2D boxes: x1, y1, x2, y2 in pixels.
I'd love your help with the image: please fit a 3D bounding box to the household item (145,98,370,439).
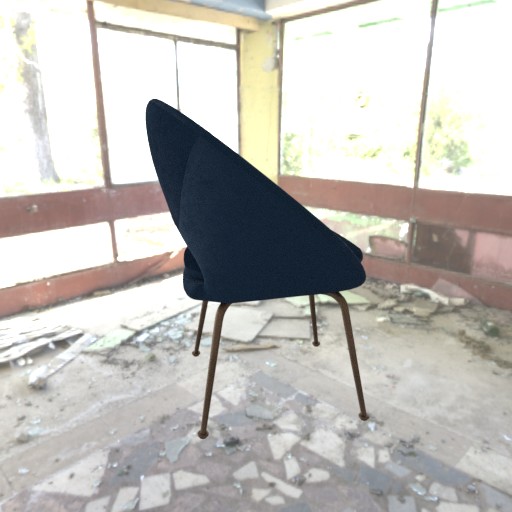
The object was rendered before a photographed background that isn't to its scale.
[{"bbox_3d":[0.000,0.000,1.283,0.573,0.852,0.623,-3,16,-9],"label":"household item"}]
